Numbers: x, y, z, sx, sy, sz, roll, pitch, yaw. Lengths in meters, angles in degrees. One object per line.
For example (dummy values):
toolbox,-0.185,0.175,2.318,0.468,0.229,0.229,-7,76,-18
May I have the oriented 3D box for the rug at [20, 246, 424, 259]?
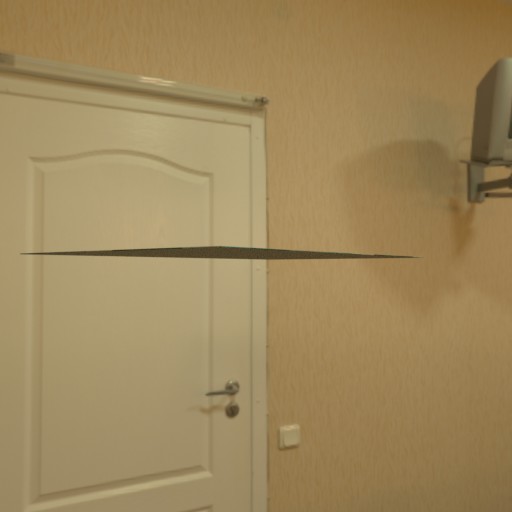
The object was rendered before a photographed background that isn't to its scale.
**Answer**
rug,0.000,0.000,3.007,1.528,0.005,2.420,-1,-2,37
